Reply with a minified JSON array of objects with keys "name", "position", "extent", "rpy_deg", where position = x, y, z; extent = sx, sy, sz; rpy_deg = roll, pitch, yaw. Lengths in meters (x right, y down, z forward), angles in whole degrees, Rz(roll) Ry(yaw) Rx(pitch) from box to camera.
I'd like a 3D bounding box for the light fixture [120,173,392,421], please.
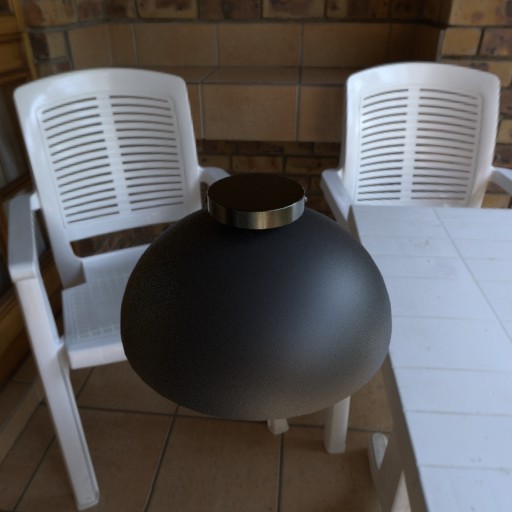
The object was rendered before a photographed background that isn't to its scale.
[{"name":"light fixture","position":[0.000,0.000,0.556],"extent":[0.355,0.177,0.355],"rpy_deg":[0,31,0]}]
